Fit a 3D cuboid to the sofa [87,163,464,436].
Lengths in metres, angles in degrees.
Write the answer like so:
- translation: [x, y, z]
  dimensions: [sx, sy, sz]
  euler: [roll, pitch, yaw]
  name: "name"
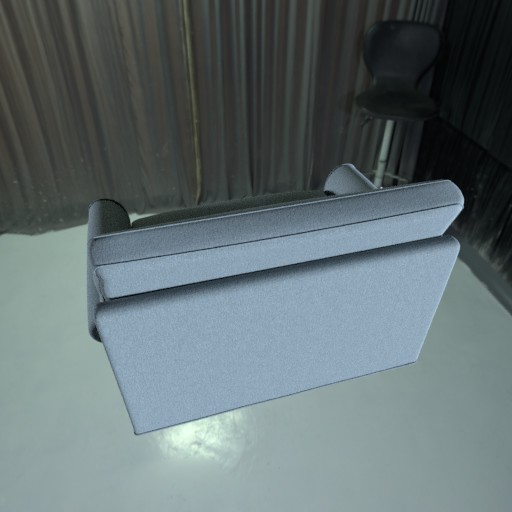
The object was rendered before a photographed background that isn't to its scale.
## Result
- translation: [0.000, 0.000, 1.979]
  dimensions: [1.410, 0.953, 0.940]
  euler: [-10, 40, -13]
  name: "sofa"
